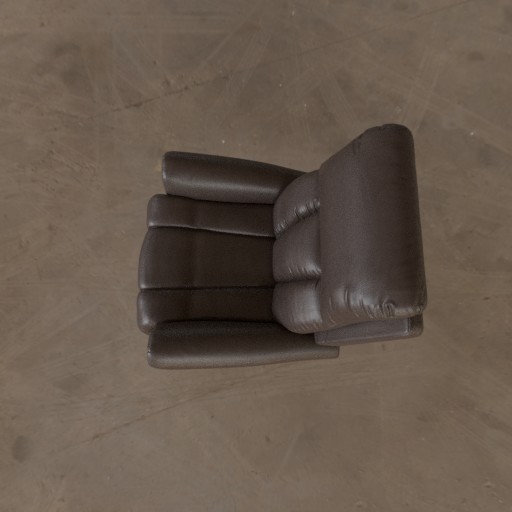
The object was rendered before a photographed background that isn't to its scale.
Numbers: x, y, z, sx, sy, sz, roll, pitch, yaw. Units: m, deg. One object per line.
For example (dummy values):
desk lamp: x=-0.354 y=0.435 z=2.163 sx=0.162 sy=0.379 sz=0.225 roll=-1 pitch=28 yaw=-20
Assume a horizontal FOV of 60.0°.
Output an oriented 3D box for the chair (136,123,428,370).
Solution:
chair: x=0.000 y=0.000 z=1.730 sx=0.978 sy=1.028 sz=0.869 roll=1 pitch=75 yaw=0
